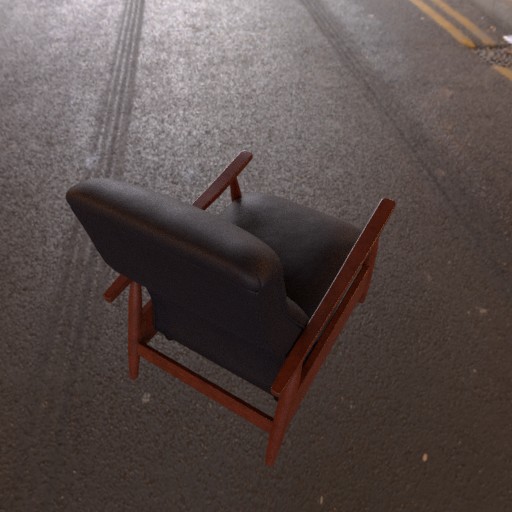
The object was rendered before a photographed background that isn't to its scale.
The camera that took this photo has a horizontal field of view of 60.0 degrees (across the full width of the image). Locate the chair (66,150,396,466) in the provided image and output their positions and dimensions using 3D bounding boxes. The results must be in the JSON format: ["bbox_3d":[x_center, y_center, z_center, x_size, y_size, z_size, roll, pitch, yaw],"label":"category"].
[{"bbox_3d":[0.000,0.000,1.744,0.762,1.082,1.014,24,50,21],"label":"chair"}]
